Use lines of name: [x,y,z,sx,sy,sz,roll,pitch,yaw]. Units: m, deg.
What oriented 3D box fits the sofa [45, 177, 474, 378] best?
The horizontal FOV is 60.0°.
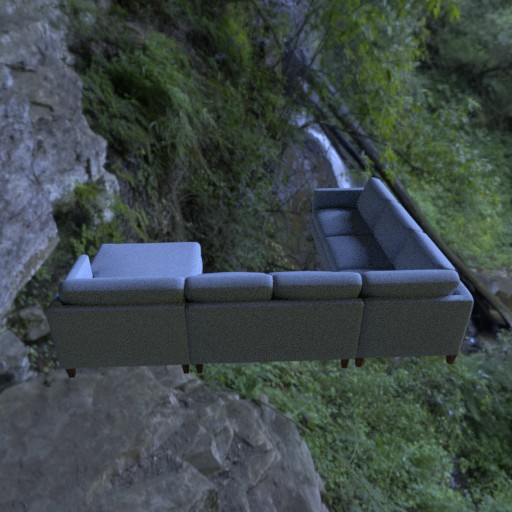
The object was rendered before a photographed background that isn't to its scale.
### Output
sofa: [0.000,0.000,4.652,3.403,0.889,2.551,-1,30,-2]
